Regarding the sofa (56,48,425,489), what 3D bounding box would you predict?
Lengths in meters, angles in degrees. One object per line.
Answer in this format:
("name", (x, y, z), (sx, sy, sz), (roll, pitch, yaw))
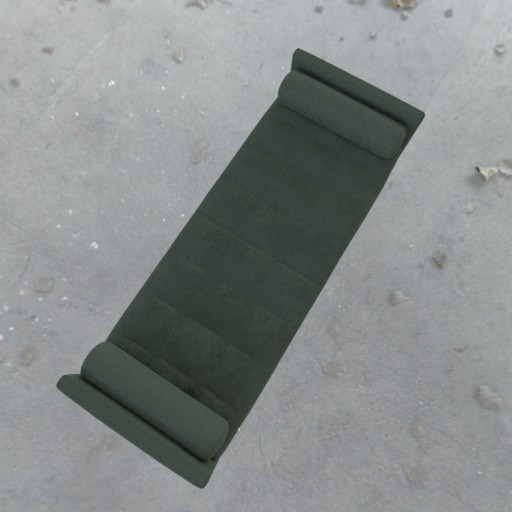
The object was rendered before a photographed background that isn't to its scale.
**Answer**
("sofa", (0.000, 0.000, 2.405), (0.797, 0.657, 2.102), (31, 77, 8))
